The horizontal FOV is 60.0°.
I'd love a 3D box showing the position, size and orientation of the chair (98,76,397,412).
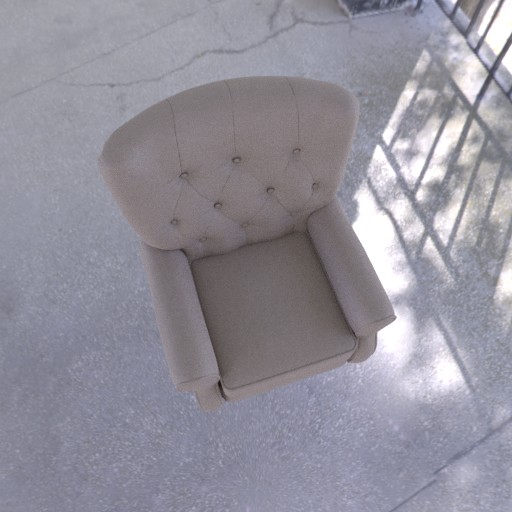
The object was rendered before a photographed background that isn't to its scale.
[{"bbox_3d":[0.000,0.000,1.939,0.999,1.138,1.041,-16,63,-8],"label":"chair"}]
